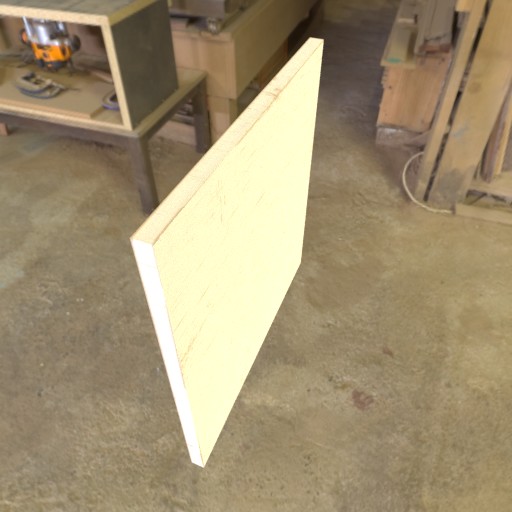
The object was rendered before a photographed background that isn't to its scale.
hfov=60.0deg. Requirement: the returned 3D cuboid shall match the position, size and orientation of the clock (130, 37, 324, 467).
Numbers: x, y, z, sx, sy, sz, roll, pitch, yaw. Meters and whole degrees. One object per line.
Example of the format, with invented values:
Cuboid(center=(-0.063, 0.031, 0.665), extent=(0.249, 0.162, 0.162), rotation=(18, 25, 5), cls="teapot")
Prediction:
Cuboid(center=(0.000, 0.000, 0.997), extent=(0.032, 0.705, 0.705), rotation=(16, 47, 16), cls="clock")
